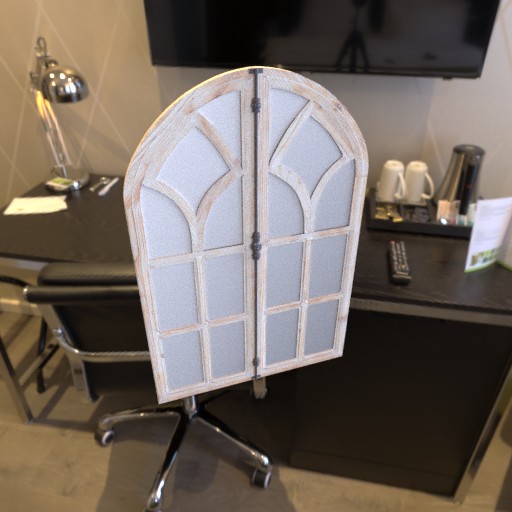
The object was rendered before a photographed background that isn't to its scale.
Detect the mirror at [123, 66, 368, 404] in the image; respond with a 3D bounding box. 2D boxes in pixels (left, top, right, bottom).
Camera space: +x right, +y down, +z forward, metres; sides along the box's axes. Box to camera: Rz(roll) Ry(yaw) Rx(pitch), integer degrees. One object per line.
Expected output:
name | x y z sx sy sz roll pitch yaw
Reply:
mirror | 0.000 0.000 1.156 0.609 0.915 0.032 -10 34 -16
